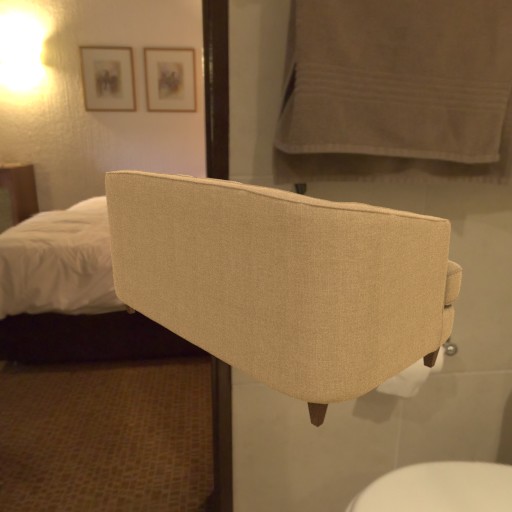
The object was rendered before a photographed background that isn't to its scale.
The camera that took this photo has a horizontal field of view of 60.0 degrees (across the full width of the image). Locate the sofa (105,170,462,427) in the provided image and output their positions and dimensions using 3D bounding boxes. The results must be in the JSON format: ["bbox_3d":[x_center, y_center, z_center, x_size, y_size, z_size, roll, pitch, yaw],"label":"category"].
[{"bbox_3d":[0.000,0.000,2.248,0.941,0.855,1.733,-14,21,-41],"label":"sofa"}]
